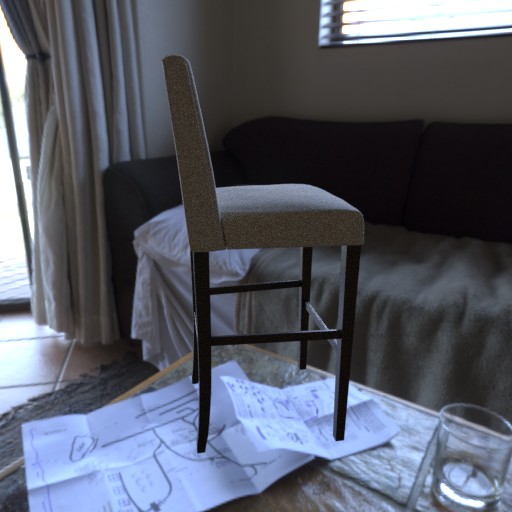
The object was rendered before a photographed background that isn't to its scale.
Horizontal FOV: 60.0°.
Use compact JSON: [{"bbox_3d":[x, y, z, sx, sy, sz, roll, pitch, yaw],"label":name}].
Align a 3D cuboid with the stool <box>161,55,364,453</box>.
[{"bbox_3d":[0.000,0.000,1.399,0.509,1.116,0.474,-3,18,-10],"label":"stool"}]
